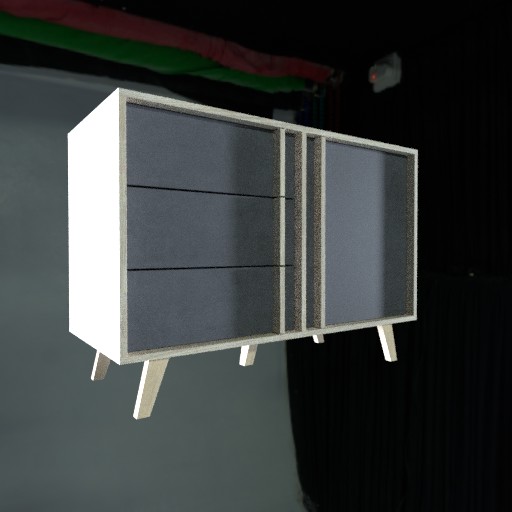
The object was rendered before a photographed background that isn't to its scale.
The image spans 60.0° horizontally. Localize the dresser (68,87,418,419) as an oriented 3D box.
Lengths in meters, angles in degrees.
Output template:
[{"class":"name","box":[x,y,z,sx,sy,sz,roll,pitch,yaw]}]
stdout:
[{"class":"dresser","box":[0.000,0.000,1.531,1.110,0.780,0.500,-1,1,-35]}]
